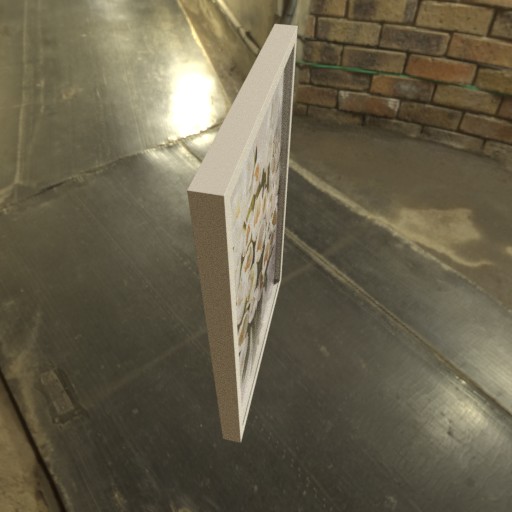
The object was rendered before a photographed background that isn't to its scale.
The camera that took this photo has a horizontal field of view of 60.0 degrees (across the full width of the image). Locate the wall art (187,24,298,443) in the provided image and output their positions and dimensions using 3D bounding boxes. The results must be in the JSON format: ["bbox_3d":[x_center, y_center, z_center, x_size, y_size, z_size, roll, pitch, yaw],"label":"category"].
[{"bbox_3d":[0.000,0.000,0.829,0.038,0.657,0.450,10,48,9],"label":"wall art"}]
